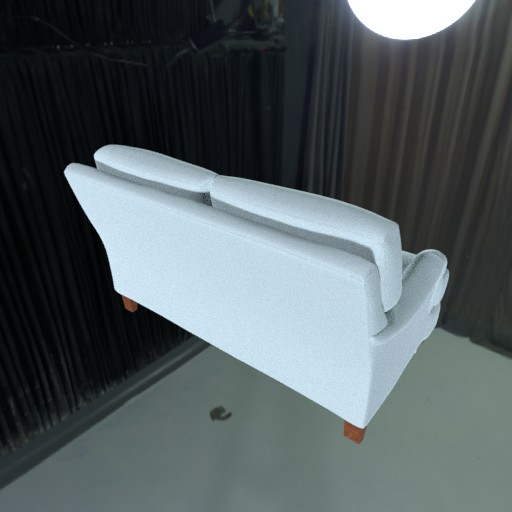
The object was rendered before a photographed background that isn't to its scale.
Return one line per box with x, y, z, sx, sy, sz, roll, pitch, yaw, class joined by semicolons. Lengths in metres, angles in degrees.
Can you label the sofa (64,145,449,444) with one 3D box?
0.000;0.000;2.461;1.853;1.101;1.084;21;35;33;sofa
